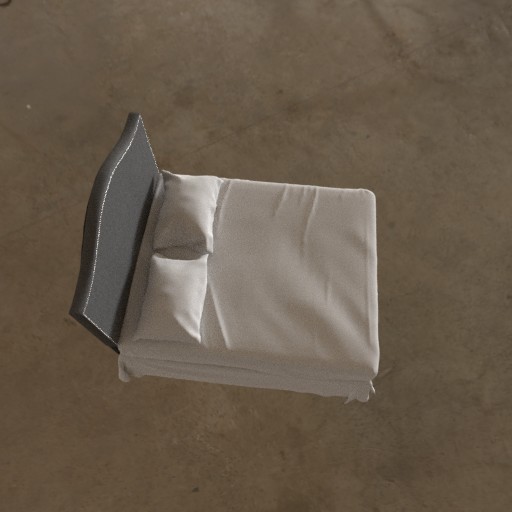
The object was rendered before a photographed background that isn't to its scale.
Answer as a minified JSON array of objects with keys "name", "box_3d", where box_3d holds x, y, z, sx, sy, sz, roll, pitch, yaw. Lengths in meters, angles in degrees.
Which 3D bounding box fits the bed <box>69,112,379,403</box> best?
[{"name":"bed","box_3d":[0.000,0.000,3.478,2.221,1.645,1.876,5,64,3]}]
